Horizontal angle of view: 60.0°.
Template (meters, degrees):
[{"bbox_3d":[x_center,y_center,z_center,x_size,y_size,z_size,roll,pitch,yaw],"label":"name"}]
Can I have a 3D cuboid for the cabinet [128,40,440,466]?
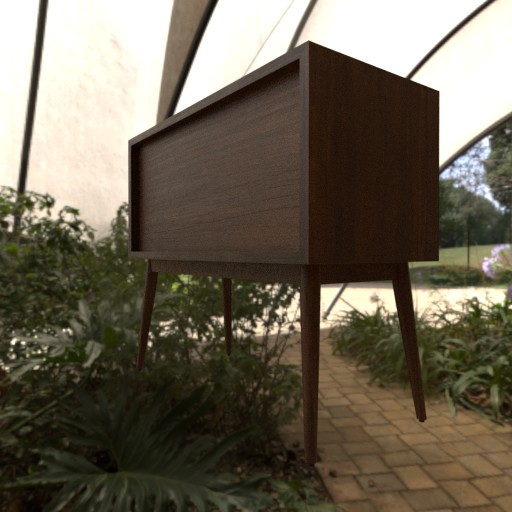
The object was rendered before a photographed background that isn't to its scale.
[{"bbox_3d":[0.000,0.000,1.071,0.354,0.654,0.743,0,1,-37],"label":"cabinet"}]
